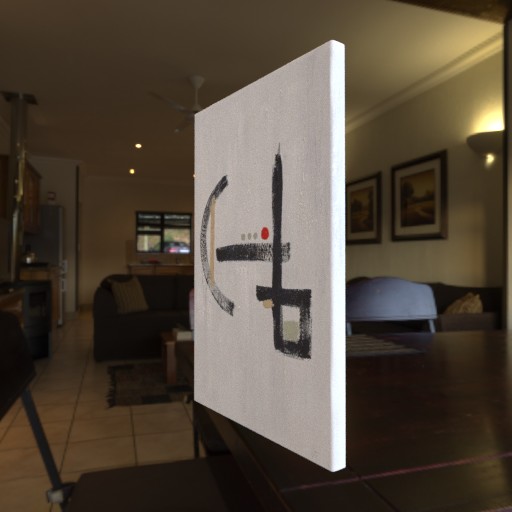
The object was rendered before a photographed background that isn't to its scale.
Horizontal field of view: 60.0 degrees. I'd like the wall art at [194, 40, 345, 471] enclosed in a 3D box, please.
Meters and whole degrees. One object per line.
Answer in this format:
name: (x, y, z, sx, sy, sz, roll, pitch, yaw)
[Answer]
wall art: (0.000, 0.000, 1.189, 0.048, 0.916, 0.602, 1, -1, -37)
